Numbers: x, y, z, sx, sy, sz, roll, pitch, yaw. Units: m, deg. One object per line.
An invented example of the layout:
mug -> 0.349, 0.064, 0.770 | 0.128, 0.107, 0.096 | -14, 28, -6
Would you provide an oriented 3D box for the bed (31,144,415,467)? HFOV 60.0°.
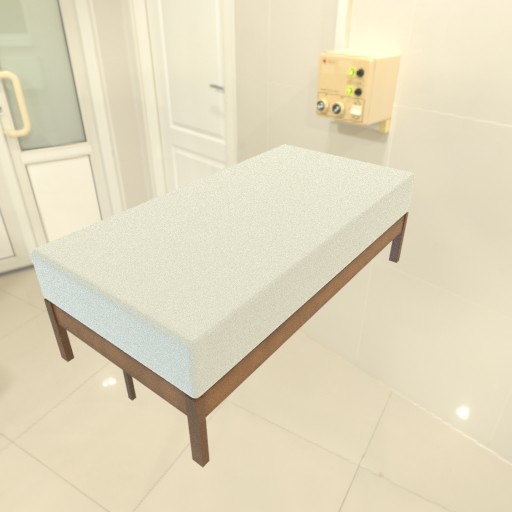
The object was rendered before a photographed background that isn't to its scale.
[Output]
bed -> 0.000, 0.000, 2.416 | 0.961, 0.616, 1.902 | 22, 37, 32
